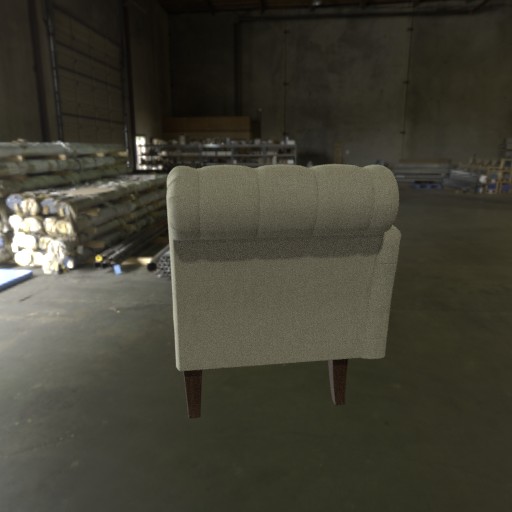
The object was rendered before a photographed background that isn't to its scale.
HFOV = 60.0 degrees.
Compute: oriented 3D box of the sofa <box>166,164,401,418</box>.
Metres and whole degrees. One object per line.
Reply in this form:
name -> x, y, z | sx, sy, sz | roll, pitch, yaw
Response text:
sofa -> 0.000, 0.000, 1.830 | 0.675, 0.787, 1.379 | -2, 14, -9
